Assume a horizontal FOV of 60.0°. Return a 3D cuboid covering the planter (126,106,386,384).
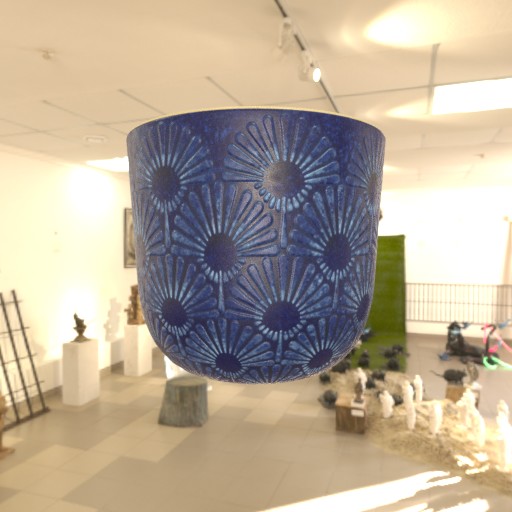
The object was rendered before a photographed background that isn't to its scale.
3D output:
[{"bbox_3d":[0.000,0.000,0.304,0.170,0.153,0.170,0,1,0],"label":"planter"}]
